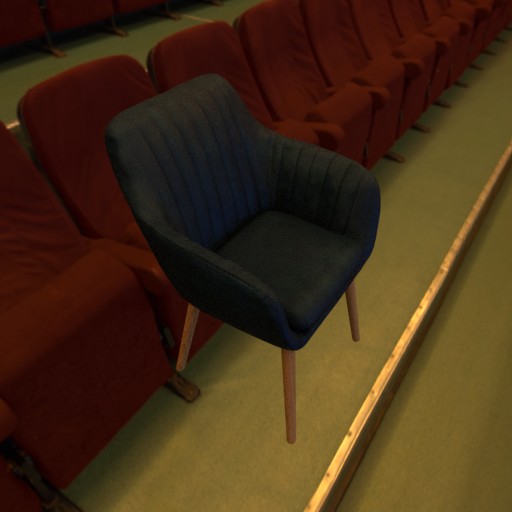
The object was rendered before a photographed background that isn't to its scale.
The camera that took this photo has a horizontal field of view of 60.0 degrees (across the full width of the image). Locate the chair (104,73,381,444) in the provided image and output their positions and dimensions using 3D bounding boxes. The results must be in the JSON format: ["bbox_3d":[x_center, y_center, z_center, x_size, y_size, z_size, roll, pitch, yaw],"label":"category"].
[{"bbox_3d":[0.000,0.000,1.260,0.573,0.826,0.578,24,47,25],"label":"chair"}]
